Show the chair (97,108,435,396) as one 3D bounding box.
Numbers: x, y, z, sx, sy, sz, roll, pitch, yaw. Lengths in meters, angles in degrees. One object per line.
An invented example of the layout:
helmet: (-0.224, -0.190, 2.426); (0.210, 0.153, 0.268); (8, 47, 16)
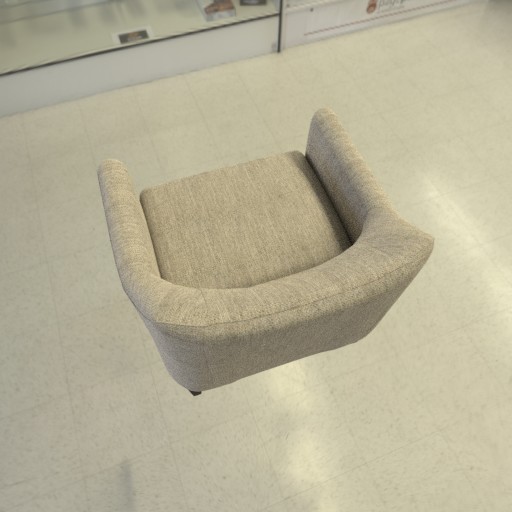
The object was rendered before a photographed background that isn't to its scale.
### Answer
chair: (0.000, 0.000, 1.386); (0.796, 0.761, 0.758); (-16, 60, -9)
